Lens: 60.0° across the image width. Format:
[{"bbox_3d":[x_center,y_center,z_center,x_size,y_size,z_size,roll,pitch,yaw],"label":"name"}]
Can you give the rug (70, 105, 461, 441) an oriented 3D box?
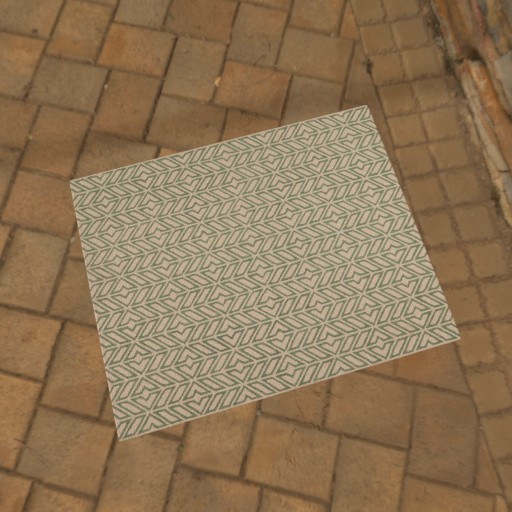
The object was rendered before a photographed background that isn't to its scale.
[{"bbox_3d":[0.000,0.000,4.083,3.050,0.017,2.441,-15,75,-4],"label":"rug"}]
